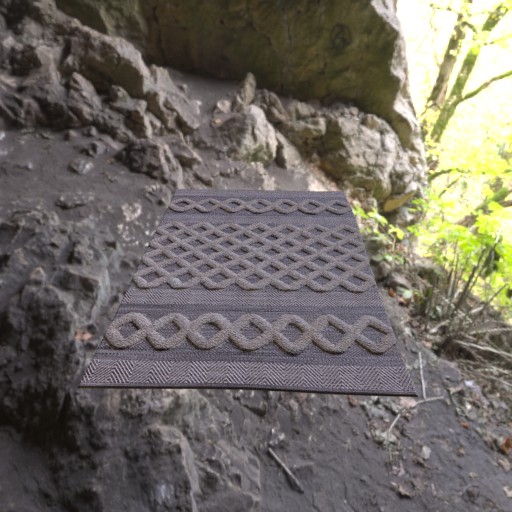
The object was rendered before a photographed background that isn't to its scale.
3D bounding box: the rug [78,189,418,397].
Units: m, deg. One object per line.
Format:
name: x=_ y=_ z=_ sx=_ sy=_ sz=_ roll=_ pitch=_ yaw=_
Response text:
rug: x=0.000 y=0.000 z=2.950 sx=1.513 sy=0.033 sz=2.333 roll=1 pitch=31 yaw=2
